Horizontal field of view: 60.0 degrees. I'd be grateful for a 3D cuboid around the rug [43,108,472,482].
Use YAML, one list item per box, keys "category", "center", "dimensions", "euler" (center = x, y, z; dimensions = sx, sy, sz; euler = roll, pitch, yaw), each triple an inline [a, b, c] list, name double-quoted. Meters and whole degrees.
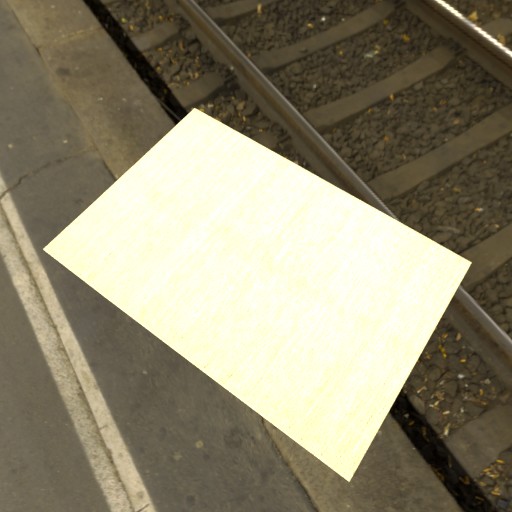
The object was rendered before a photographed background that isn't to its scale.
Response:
- category: "rug"
  center: [0.000, 0.000, 2.306]
  dimensions: [1.850, 0.015, 1.250]
  euler: [33, 67, 16]
